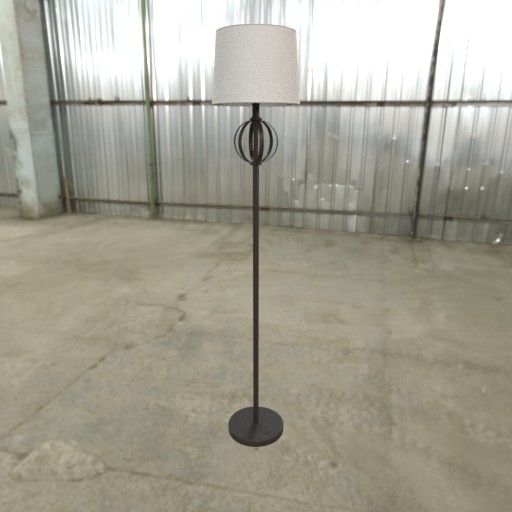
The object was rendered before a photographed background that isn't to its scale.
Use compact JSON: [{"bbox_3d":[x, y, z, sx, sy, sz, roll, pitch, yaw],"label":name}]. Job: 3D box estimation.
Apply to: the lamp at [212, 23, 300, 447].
[{"bbox_3d":[0.000,0.000,1.597,0.286,1.462,0.286,15,22,41],"label":"lamp"}]
